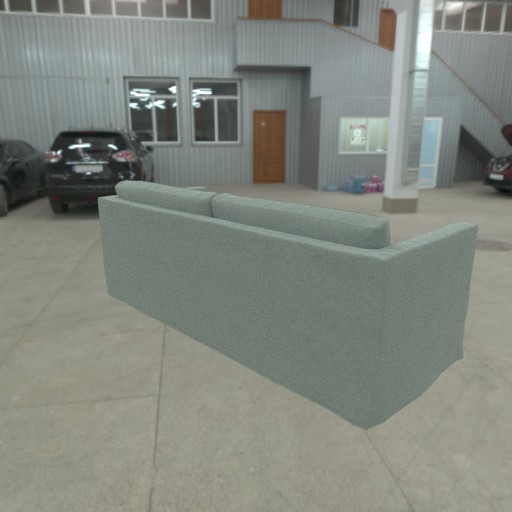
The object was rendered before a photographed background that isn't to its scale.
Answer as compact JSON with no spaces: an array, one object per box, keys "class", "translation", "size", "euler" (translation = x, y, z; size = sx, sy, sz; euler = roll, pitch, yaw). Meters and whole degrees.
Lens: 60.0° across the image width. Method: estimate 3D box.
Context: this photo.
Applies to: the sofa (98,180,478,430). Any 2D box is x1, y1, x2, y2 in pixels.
[{"class":"sofa","translation":[0.000,0.000,2.766],"size":[0.962,0.853,2.312],"euler":[-15,21,-43]}]
